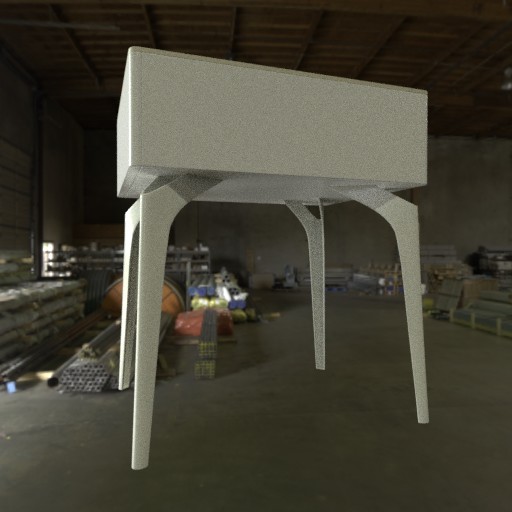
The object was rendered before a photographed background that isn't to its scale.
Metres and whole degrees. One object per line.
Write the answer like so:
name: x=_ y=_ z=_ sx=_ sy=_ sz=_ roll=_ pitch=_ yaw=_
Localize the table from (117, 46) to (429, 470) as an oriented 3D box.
table: x=0.000 y=0.000 z=0.863 sx=0.500 sy=0.570 sz=0.400 roll=0 pitch=1 yaw=-20
